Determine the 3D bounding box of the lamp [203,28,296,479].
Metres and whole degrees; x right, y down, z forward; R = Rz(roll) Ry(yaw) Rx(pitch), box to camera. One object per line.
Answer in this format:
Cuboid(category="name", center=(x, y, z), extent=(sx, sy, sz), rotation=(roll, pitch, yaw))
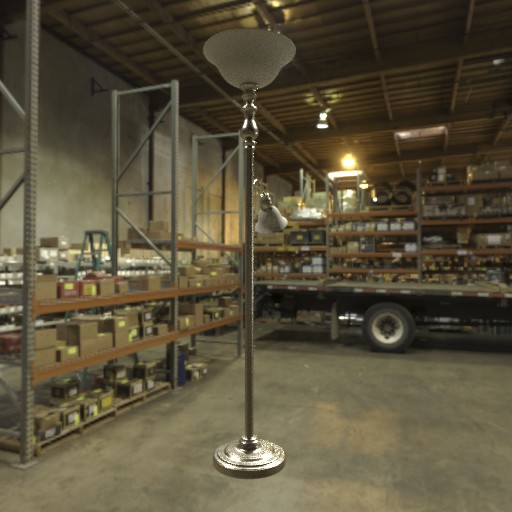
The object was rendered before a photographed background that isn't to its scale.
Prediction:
Cuboid(category="lamp", center=(0.000, 0.000, 2.012), extent=(0.405, 1.785, 0.575), rotation=(0, -1, 20))
